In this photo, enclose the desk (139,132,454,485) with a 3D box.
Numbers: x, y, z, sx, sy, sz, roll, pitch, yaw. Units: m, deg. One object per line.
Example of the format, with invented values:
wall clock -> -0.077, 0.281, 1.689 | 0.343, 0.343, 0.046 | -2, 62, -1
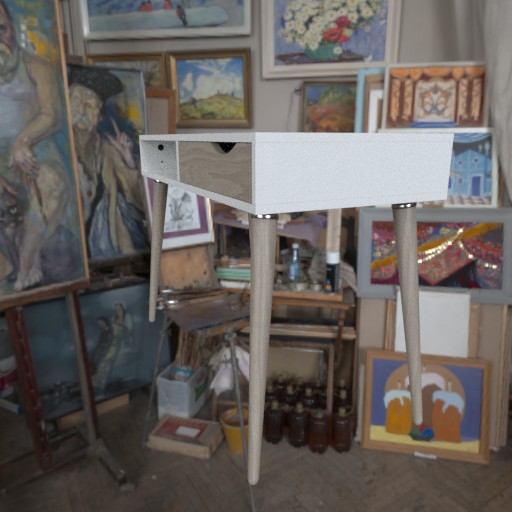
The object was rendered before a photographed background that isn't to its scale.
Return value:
desk -> 0.000, 0.000, 1.368 | 0.491, 0.723, 0.979 | -7, 16, -25
